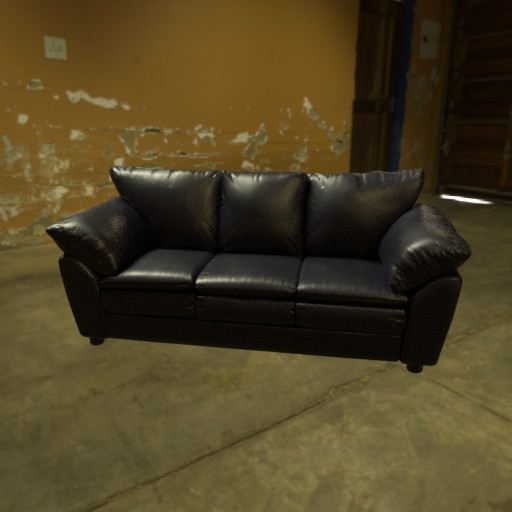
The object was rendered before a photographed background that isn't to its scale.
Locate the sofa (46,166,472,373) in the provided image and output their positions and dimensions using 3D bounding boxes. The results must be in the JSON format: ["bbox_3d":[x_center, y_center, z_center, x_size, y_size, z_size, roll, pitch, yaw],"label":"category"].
[{"bbox_3d":[0.000,0.000,2.813,2.336,1.073,0.880,3,16,10],"label":"sofa"}]
